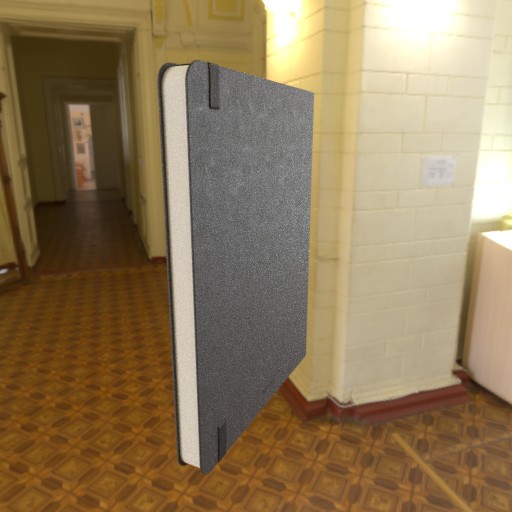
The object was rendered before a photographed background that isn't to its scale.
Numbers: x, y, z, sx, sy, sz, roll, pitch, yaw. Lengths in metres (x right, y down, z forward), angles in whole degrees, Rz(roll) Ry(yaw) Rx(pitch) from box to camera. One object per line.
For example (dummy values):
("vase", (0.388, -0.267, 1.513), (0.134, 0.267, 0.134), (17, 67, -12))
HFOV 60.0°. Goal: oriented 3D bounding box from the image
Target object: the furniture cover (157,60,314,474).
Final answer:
("furniture cover", (0.000, 0.000, 0.377), (0.023, 0.281, 0.216), (7, 16, 25))
